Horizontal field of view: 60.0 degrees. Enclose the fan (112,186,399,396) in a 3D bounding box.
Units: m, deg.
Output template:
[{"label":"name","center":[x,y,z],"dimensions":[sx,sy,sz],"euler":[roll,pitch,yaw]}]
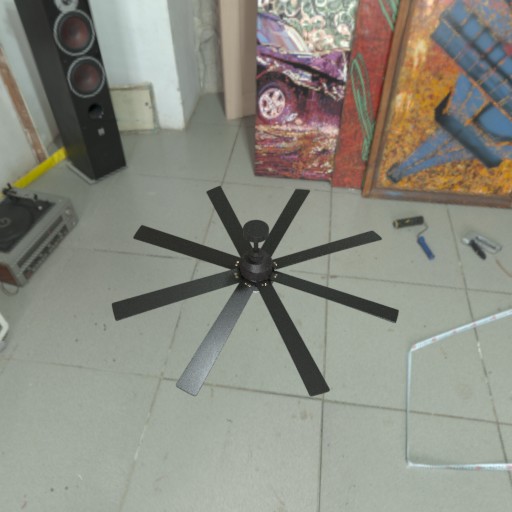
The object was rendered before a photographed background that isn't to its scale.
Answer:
[{"label":"fan","center":[0.000,0.000,2.777],"dimensions":[1.830,0.472,1.830],"euler":[-16,49,-15]}]
